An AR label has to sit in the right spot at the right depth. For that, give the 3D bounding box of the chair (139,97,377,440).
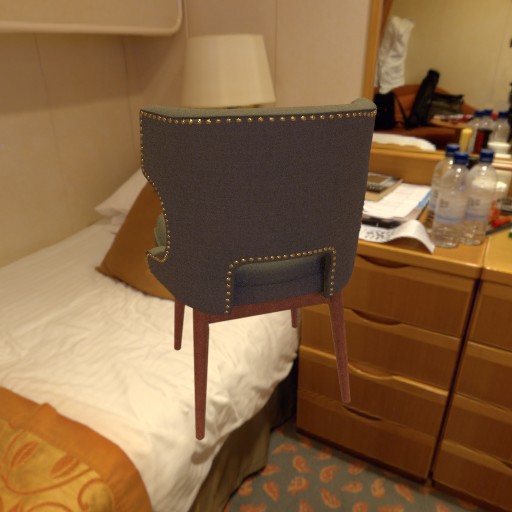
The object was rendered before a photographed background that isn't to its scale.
[{"bbox_3d":[0.000,0.000,1.249,0.595,0.863,0.581,-8,27,-16],"label":"chair"}]
